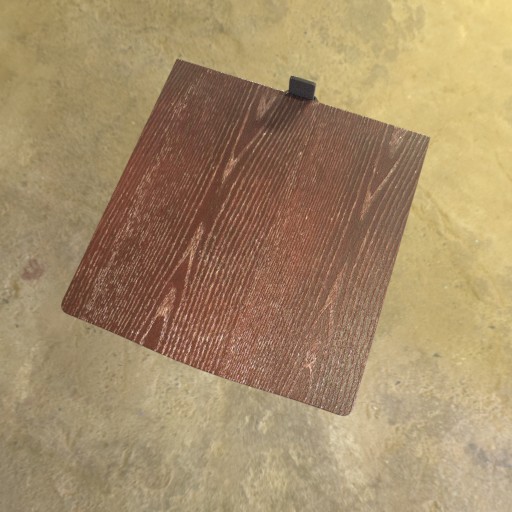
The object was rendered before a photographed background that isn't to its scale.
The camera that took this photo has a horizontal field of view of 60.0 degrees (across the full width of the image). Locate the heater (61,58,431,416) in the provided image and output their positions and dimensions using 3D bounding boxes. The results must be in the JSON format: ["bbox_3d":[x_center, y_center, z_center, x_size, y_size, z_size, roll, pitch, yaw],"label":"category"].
[{"bbox_3d":[0.000,0.000,0.755,0.362,0.481,0.400,19,76,5],"label":"heater"}]
